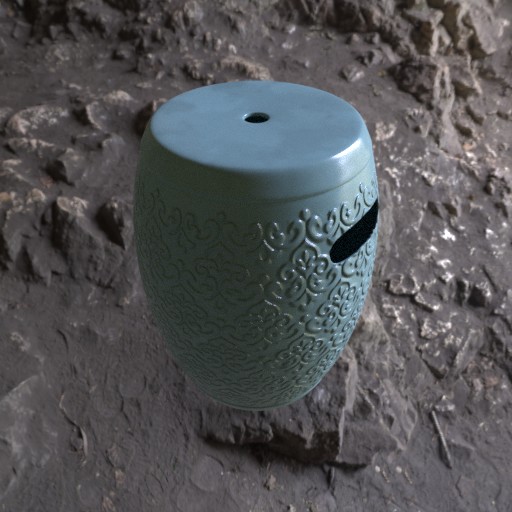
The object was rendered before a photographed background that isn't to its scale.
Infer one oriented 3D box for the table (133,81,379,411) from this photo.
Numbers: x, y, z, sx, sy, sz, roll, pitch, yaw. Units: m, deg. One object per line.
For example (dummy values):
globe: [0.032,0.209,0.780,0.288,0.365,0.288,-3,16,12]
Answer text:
table: [0.000,0.000,0.605,0.309,0.397,0.309,0,41,0]
